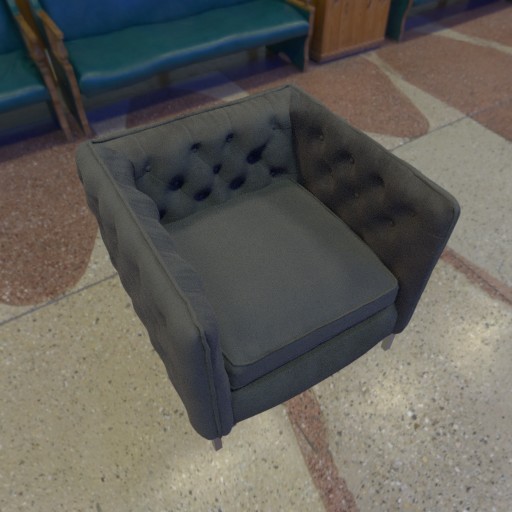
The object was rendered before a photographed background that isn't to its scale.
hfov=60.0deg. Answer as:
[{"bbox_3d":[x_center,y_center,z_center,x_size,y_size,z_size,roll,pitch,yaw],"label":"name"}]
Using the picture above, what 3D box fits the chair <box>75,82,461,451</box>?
[{"bbox_3d":[0.000,0.000,1.651,0.946,0.807,0.913,-24,52,-20],"label":"chair"}]
